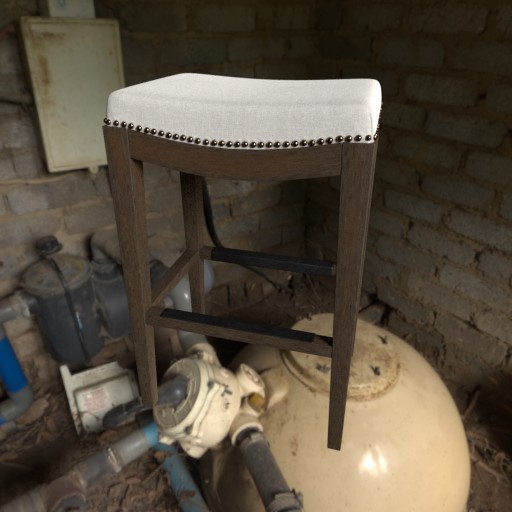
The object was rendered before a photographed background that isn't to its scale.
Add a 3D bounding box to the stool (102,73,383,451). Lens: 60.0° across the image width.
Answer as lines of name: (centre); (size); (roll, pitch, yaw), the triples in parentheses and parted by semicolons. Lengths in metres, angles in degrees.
stool: (0.000, 0.000, 1.038); (0.498, 0.759, 0.358); (8, 29, 14)
